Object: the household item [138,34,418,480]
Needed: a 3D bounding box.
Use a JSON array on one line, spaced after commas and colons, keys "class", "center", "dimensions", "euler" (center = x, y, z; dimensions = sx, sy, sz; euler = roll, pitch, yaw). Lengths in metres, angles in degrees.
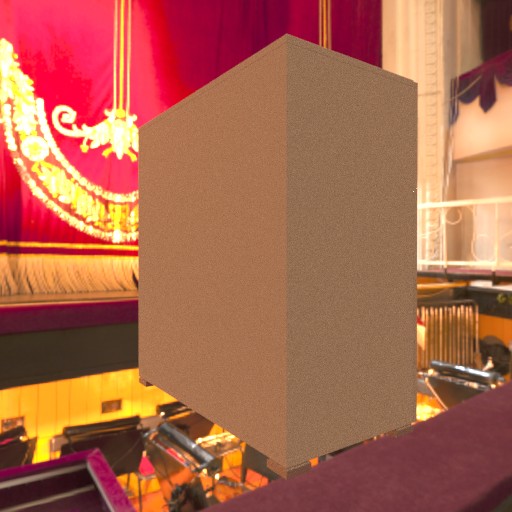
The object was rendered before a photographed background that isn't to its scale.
[{"class": "household item", "center": [0.000, 0.000, 1.311], "dimensions": [0.420, 0.870, 0.800], "euler": [0, 1, -35]}]
